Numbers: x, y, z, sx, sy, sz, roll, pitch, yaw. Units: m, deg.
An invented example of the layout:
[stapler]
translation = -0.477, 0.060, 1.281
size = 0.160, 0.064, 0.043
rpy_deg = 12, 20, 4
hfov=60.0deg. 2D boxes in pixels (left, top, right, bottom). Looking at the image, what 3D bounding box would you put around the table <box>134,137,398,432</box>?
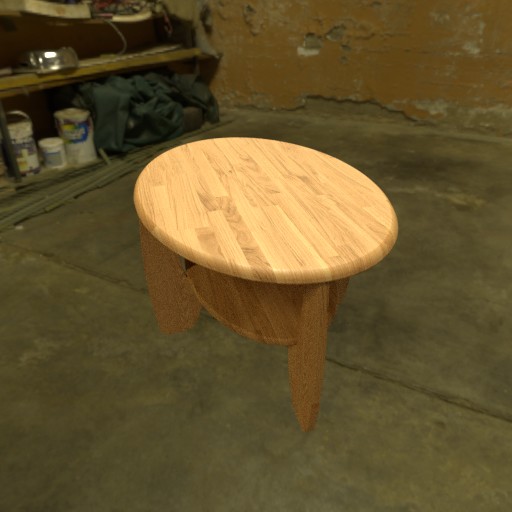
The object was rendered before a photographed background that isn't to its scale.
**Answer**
[table]
translation = 0.000, 0.000, 1.399
size = 0.690, 0.490, 1.040
rpy_deg = -8, 31, -13
